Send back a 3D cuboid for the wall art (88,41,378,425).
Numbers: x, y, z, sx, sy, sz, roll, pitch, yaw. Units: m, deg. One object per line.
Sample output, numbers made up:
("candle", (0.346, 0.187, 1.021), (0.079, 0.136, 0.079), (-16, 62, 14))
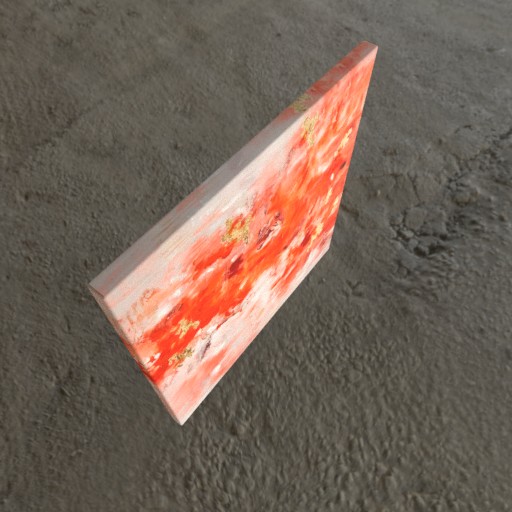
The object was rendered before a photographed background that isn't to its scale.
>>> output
("wall art", (0.000, 0.000, 1.078), (0.064, 0.746, 0.747), (33, 63, 20))
